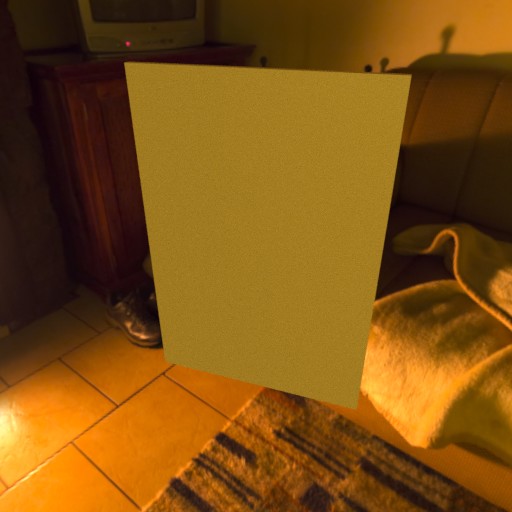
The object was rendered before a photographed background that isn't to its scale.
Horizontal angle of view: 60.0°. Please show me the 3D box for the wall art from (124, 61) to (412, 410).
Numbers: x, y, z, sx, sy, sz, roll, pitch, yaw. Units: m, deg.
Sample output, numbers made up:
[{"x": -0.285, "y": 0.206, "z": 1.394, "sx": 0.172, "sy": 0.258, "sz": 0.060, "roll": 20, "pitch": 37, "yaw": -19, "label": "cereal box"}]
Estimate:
[{"x": 0.000, "y": 0.000, "z": 0.602, "sx": 0.325, "sy": 0.474, "sz": 0.010, "roll": 9, "pitch": 31, "yaw": 16, "label": "wall art"}]
